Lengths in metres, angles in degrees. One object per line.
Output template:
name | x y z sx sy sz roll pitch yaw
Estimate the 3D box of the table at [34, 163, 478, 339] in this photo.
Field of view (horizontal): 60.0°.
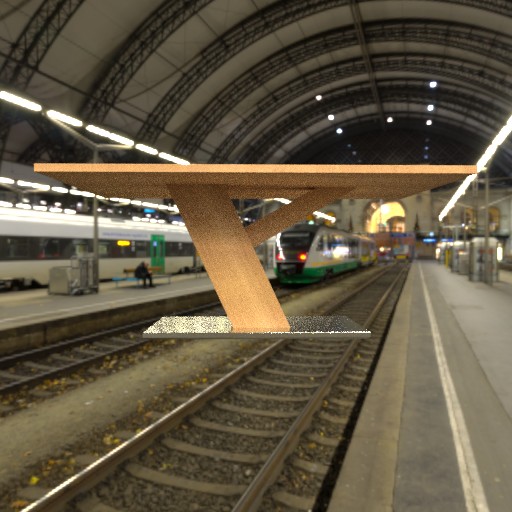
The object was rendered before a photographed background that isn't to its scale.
table | 0.000 0.000 2.249 1.800 0.750 0.900 0 1 -1
